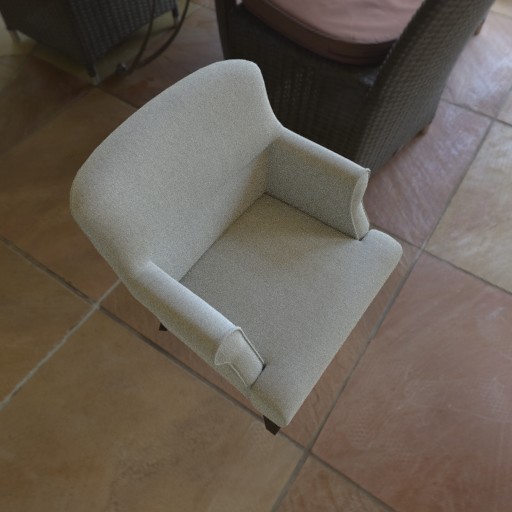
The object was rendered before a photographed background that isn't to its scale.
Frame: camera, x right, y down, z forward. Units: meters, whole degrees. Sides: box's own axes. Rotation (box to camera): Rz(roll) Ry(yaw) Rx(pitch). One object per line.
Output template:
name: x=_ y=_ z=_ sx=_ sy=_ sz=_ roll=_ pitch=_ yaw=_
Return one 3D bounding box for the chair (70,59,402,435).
chair: x=0.000 y=0.000 z=1.442 sx=0.750 sy=0.875 sz=0.781 roll=33 pitch=64 yaw=18
